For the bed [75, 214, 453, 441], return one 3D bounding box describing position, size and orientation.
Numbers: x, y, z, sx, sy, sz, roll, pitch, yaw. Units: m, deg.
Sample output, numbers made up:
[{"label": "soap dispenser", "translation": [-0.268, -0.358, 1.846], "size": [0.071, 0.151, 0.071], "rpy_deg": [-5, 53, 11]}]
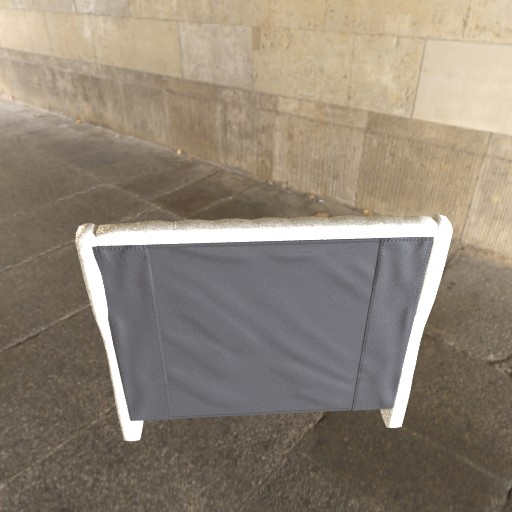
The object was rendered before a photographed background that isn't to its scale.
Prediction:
[{"label": "bed", "translation": [0.000, 0.000, 3.921], "size": [2.219, 1.771, 2.347], "rpy_deg": [-2, 32, -3]}]
